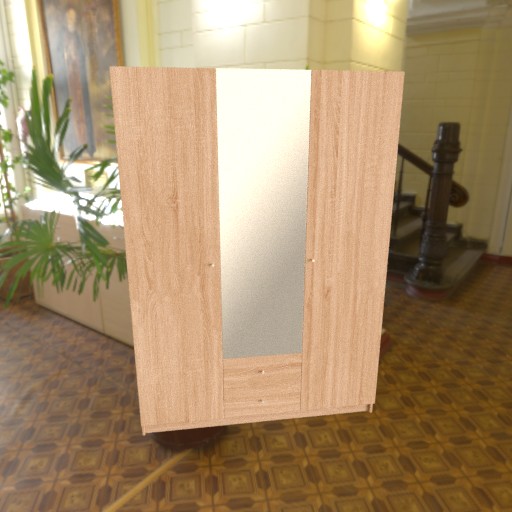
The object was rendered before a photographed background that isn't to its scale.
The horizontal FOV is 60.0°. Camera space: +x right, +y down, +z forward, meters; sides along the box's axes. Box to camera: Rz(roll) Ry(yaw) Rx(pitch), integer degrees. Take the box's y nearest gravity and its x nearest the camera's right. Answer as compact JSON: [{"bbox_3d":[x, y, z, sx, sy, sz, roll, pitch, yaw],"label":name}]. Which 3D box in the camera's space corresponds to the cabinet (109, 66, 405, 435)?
[{"bbox_3d":[0.000,0.000,2.785,1.500,2.120,0.590,-3,17,-8],"label":"cabinet"}]
